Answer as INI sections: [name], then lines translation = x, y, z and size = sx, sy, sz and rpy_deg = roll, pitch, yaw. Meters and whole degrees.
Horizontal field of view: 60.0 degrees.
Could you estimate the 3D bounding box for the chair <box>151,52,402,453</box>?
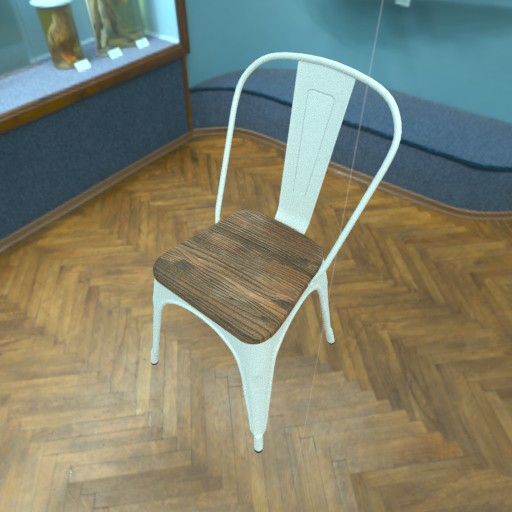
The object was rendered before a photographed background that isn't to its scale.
[chair]
translation = 0.000, 0.000, 1.153
size = 0.452, 0.851, 0.521
rpy_deg = 30, 53, 27
